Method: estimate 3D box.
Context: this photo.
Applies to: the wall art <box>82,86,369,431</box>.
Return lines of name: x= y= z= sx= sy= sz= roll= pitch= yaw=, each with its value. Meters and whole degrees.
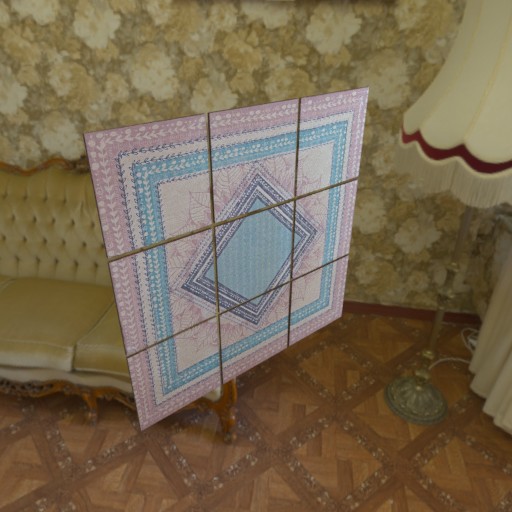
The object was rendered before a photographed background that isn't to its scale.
wall art: x=0.000 y=0.000 z=2.320 sx=1.527 sy=1.525 sz=0.014 roll=-22 pitch=36 yaw=-33
